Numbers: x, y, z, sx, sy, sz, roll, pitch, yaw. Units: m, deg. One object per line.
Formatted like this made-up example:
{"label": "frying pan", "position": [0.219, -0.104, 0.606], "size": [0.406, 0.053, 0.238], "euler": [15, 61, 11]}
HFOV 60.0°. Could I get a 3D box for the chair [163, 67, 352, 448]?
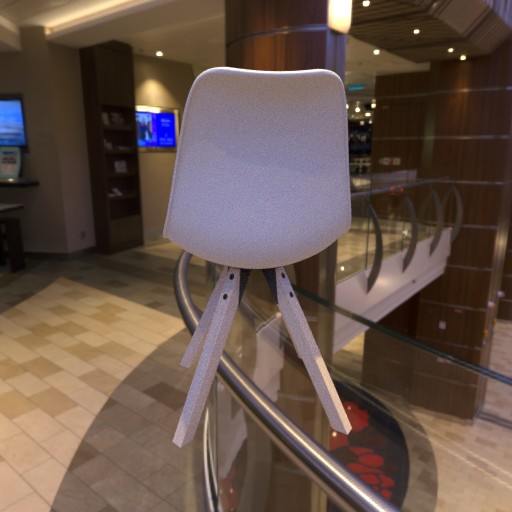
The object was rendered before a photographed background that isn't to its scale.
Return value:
{"label": "chair", "position": [0.000, 0.000, 1.185], "size": [0.485, 0.850, 0.550], "euler": [-2, 14, -7]}
